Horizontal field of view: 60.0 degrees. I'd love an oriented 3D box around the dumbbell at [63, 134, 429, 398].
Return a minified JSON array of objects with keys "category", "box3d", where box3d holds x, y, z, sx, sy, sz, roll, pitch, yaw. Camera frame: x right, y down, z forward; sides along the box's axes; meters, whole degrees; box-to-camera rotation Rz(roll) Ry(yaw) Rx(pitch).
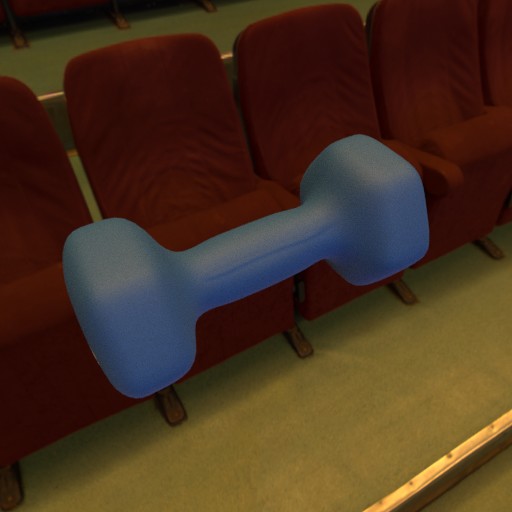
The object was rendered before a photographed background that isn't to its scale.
[{"category":"dumbbell","box3d":[0.000,0.000,0.270,0.212,0.093,0.103,-22,50,-20]}]
